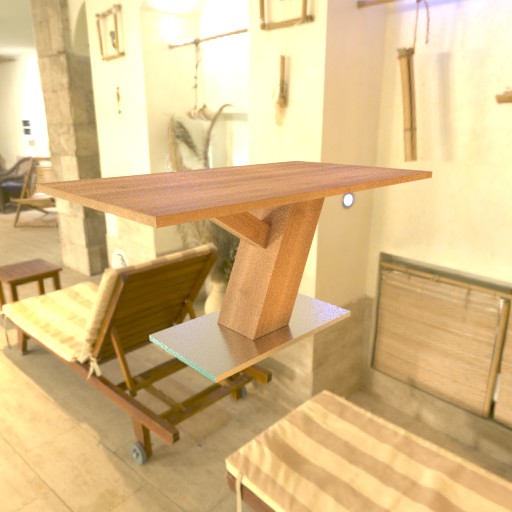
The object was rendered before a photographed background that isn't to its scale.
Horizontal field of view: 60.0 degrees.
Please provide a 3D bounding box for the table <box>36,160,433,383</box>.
[{"bbox_3d":[0.000,0.000,2.118,1.600,0.750,0.900,-16,23,-42],"label":"table"}]
